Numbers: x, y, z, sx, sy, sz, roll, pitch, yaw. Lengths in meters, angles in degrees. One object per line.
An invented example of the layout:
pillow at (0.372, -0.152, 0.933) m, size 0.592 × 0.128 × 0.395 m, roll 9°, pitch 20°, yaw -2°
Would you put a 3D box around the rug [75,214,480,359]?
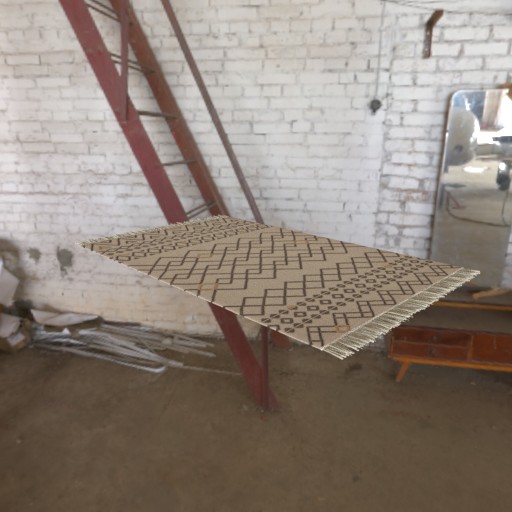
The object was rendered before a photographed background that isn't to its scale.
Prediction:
rug at (0.000, 0.000, 2.510) m, size 2.023 × 0.028 × 1.224 m, roll 16°, pitch 23°, yaw 43°
